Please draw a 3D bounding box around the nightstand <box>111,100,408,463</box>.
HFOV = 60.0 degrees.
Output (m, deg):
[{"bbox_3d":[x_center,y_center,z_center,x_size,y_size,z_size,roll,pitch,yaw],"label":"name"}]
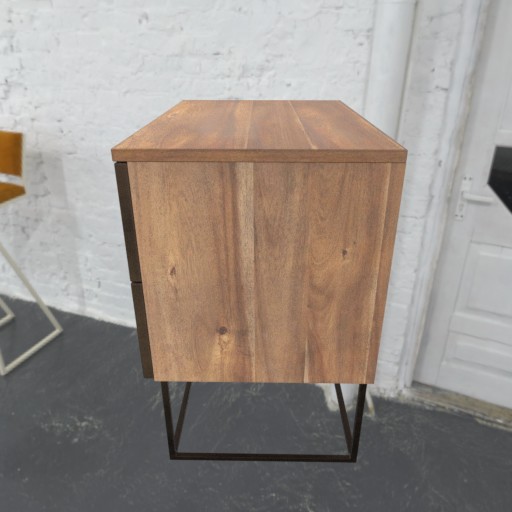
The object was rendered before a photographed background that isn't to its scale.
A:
[{"bbox_3d":[0.000,0.000,1.011,0.427,0.611,0.605,0,25,1],"label":"nightstand"}]
